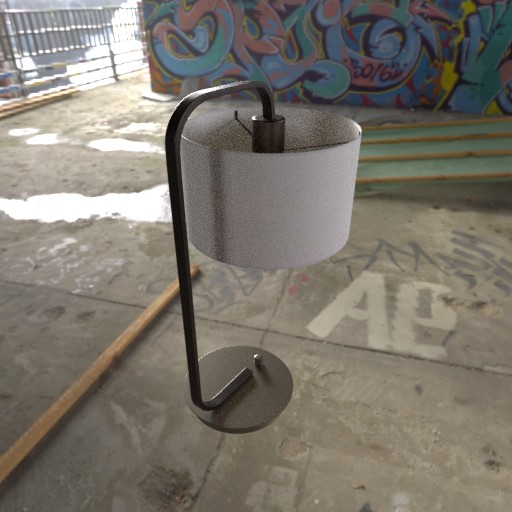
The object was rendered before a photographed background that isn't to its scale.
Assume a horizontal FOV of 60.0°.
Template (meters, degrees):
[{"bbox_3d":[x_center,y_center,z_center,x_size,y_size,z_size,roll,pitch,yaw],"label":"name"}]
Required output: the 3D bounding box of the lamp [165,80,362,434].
[{"bbox_3d":[0.000,0.000,0.633,0.230,0.473,0.288,20,36,31],"label":"lamp"}]
